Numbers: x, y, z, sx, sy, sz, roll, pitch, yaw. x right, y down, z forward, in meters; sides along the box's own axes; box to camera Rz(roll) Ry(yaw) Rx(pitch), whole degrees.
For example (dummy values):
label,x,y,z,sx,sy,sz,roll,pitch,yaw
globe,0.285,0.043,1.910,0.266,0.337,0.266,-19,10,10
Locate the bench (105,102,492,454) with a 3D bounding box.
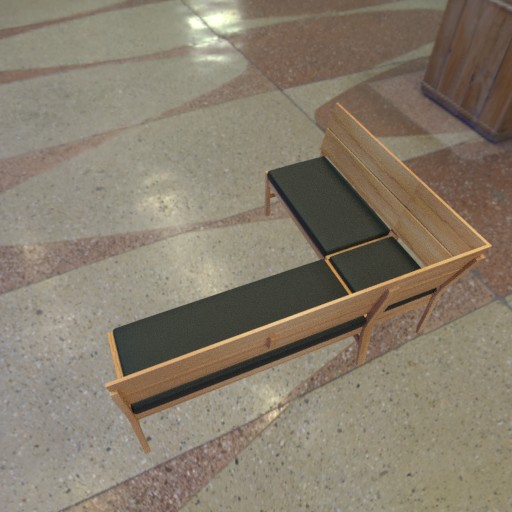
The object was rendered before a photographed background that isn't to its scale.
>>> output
label,x,y,z,sx,sy,sz,roll,pitch,yaw
bench,0.000,0.000,2.800,1.948,0.890,1.548,-18,50,-15
